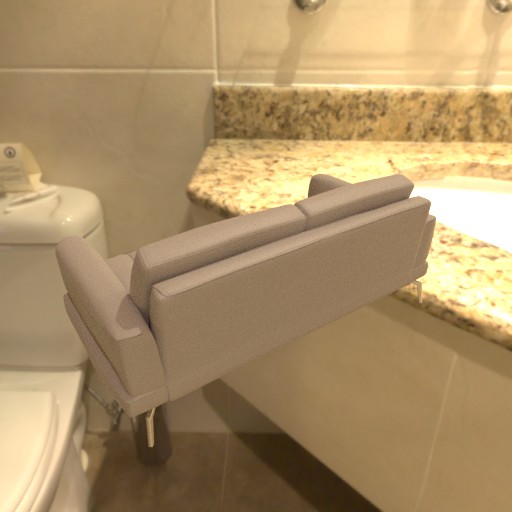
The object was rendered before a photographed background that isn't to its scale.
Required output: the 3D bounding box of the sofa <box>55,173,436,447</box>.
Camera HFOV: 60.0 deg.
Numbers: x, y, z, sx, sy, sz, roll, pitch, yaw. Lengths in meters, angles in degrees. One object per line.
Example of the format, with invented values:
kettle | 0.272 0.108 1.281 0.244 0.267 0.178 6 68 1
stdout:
sofa | 0.000 0.000 2.751 2.177 0.930 1.121 -19 34 -30
